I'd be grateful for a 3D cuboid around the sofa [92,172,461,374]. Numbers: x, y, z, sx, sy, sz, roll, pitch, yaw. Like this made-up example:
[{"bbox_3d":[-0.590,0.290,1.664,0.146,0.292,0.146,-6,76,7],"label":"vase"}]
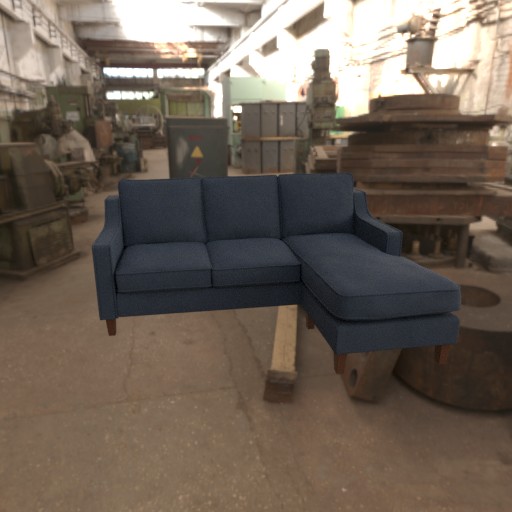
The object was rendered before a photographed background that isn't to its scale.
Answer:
[{"bbox_3d":[0.000,0.000,3.350,2.317,1.066,1.858,-3,17,-9],"label":"sofa"}]
